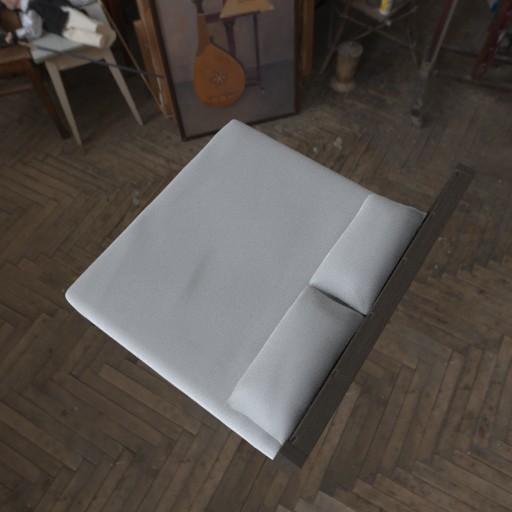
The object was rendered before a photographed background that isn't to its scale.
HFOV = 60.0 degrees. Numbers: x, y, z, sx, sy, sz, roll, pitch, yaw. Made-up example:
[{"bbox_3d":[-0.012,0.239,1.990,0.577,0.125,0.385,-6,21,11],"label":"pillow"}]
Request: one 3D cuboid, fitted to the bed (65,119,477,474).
[{"bbox_3d":[0.000,0.000,3.310,2.012,1.270,2.134,32,67,15],"label":"bed"}]
